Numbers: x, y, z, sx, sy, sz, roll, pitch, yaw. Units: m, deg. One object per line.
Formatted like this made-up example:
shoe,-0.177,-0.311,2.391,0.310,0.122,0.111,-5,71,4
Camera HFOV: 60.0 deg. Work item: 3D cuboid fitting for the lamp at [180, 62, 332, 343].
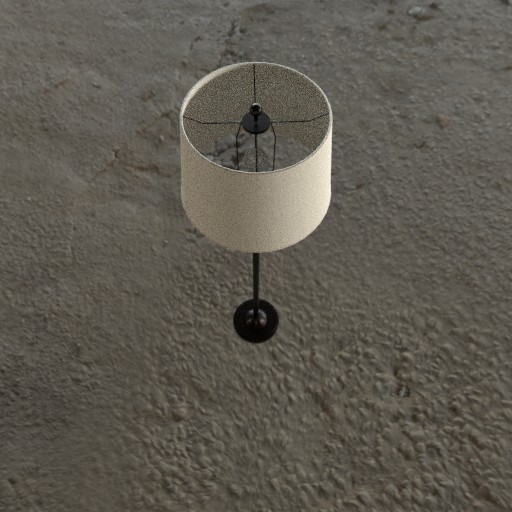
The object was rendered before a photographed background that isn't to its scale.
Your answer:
lamp,0.000,0.000,1.662,0.431,1.484,0.431,0,63,0
